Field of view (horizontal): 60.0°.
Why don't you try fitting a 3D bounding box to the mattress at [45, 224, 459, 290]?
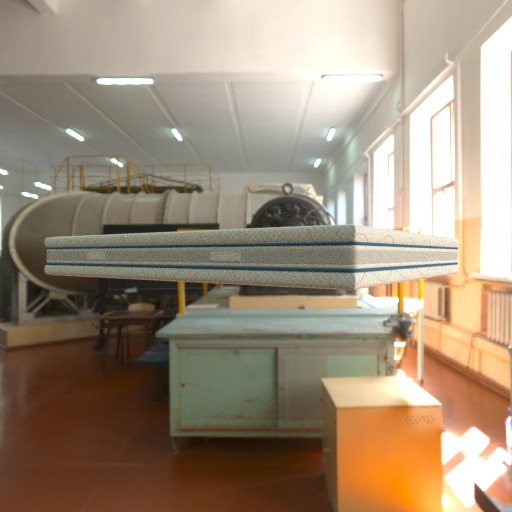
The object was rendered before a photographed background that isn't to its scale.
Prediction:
[{"bbox_3d":[0.000,0.000,2.728,2.000,0.230,1.600,0,0,36],"label":"mattress"}]
